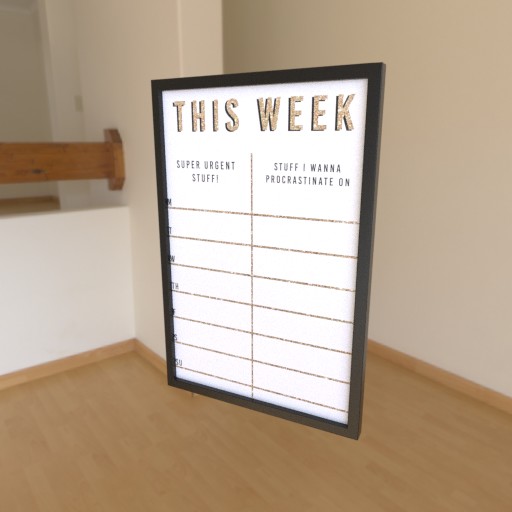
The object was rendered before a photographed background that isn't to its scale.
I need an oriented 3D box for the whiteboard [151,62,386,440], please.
[{"bbox_3d":[0.000,0.000,0.790,0.406,0.611,0.026,7,16,25],"label":"whiteboard"}]
